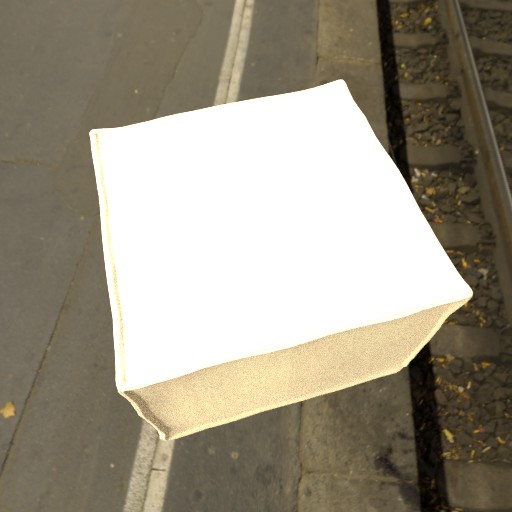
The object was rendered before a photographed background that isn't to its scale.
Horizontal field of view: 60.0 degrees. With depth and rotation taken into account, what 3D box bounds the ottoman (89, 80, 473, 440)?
[{"bbox_3d":[0.000,0.000,1.135,0.707,0.470,0.696,-14,59,-8],"label":"ottoman"}]
